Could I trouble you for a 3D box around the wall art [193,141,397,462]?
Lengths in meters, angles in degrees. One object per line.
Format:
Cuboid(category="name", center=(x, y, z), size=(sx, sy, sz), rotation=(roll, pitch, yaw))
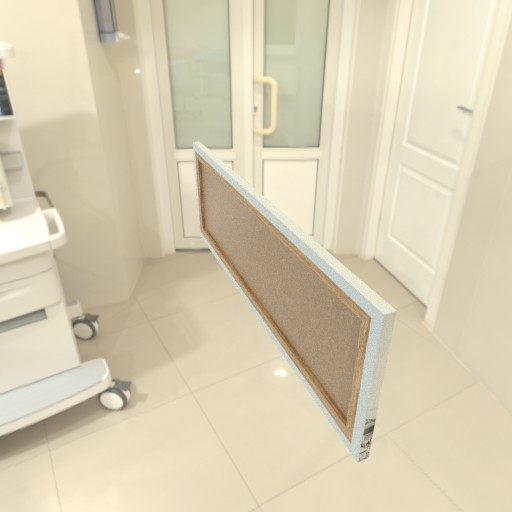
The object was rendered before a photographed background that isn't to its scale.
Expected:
Cuboid(category="wall art", center=(0.000, 0.000, 1.709), size=(0.039, 0.507, 1.520), rotation=(-12, 32, -20))
